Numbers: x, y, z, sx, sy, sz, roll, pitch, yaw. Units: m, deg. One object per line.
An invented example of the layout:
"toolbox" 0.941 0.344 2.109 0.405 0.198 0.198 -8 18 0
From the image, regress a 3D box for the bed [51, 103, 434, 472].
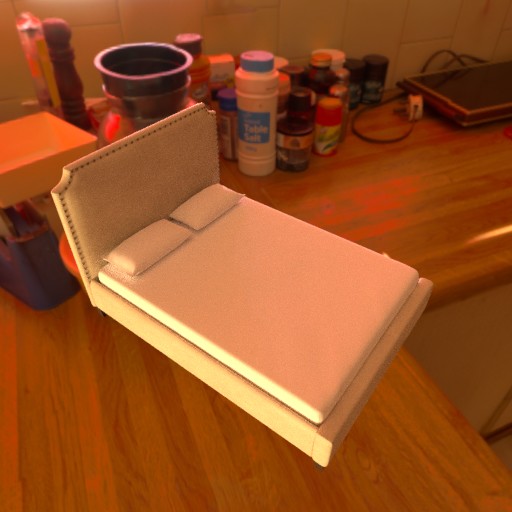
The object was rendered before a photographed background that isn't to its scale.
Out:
"bed" 0.000 0.000 3.458 2.372 1.443 1.712 26 48 27
